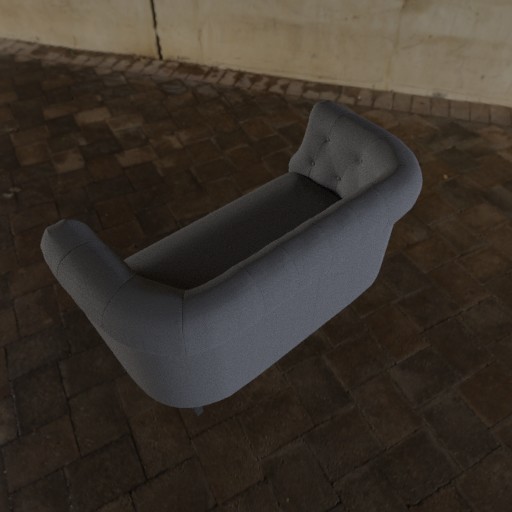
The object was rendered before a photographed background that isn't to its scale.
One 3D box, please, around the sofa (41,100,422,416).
[{"bbox_3d":[0.000,0.000,2.021,1.558,0.827,0.835,-32,54,-27],"label":"sofa"}]
